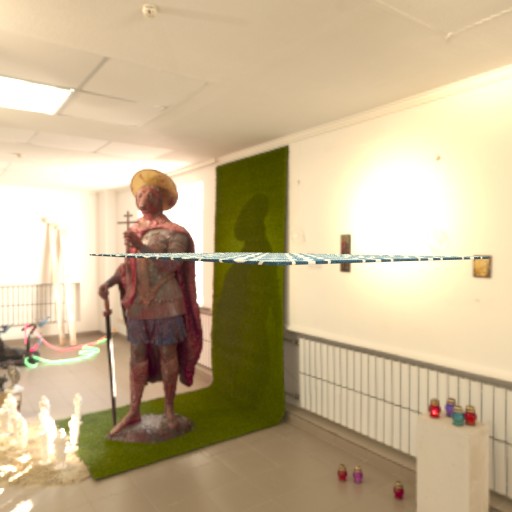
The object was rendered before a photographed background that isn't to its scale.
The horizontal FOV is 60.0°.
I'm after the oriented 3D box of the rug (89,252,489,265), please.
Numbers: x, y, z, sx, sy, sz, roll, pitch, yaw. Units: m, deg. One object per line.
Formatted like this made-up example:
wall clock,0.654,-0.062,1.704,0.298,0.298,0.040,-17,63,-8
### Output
rug,0.000,0.000,2.223,1.143,0.010,1.753,-1,1,-36
